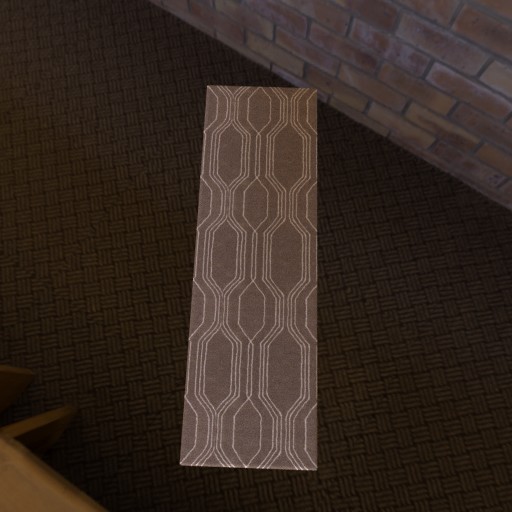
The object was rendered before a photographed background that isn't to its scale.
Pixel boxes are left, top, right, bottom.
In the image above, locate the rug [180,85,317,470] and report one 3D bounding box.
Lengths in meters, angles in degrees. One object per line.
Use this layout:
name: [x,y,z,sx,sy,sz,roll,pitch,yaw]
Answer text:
rug: [0.000,0.000,2.807,0.773,0.012,2.464,2,75,1]
